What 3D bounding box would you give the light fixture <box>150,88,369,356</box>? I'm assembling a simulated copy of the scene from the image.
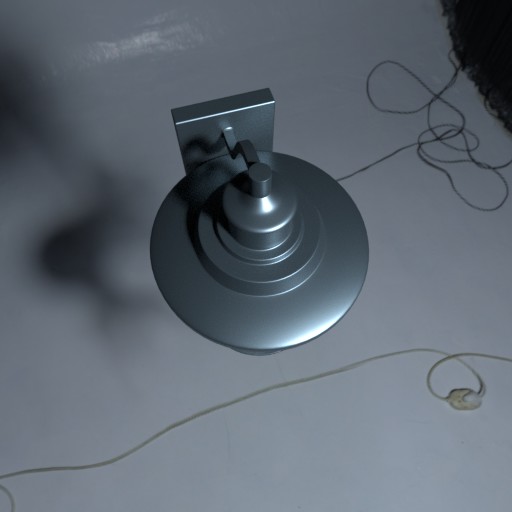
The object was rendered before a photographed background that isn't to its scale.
[{"bbox_3d":[0.000,0.000,0.511,0.222,0.345,0.252,-15,65,-7],"label":"light fixture"}]
